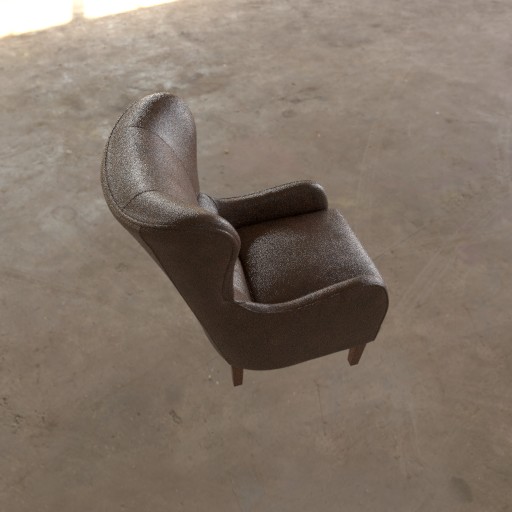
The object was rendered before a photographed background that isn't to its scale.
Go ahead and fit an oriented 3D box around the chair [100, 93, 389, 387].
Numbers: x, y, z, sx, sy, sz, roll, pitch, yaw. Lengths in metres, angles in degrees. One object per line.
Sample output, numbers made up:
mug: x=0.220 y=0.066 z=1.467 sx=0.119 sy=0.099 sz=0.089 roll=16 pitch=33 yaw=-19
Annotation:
chair: x=0.000 y=0.000 z=1.664 sx=0.914 sy=1.048 sz=0.692 roll=-12 pitch=48 yaw=-11
